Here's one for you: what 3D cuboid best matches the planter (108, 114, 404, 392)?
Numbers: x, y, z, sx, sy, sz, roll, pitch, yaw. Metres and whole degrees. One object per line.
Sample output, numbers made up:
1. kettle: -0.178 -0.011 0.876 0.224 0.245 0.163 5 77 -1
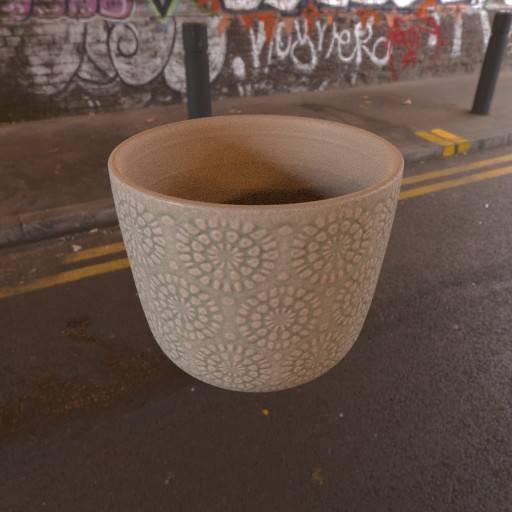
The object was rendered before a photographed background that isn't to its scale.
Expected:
1. planter: 0.000 0.000 0.220 0.124 0.109 0.124 0 31 0
